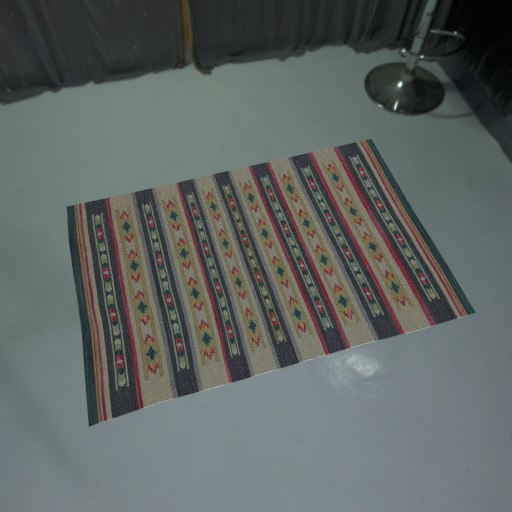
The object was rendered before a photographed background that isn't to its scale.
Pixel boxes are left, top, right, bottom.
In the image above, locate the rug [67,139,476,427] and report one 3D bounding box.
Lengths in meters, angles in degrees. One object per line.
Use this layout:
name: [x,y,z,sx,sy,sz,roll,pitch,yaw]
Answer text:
rug: [0.000,0.000,2.875,2.311,0.010,1.522,-14,60,-8]
